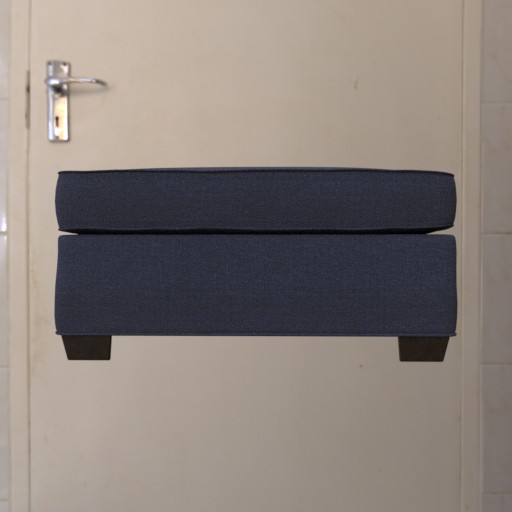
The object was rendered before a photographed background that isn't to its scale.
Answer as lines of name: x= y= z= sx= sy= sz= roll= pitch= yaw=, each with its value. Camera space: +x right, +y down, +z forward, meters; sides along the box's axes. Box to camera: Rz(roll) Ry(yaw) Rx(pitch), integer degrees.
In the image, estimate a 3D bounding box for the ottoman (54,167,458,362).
ottoman: x=0.000 y=0.000 z=1.188 sx=0.895 sy=0.453 sz=0.505 roll=0 pitch=1 yaw=1
